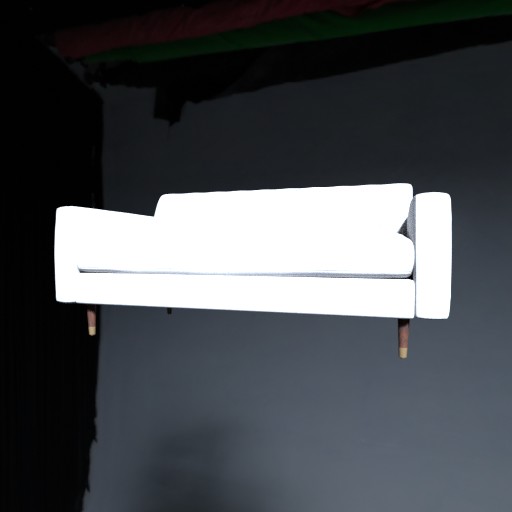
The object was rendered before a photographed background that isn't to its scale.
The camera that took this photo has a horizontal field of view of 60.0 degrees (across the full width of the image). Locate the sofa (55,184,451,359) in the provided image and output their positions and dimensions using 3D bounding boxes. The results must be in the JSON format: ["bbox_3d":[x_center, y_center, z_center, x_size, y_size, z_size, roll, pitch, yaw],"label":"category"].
[{"bbox_3d":[0.000,0.000,2.411,1.895,0.814,0.969,0,1,19],"label":"sofa"}]
